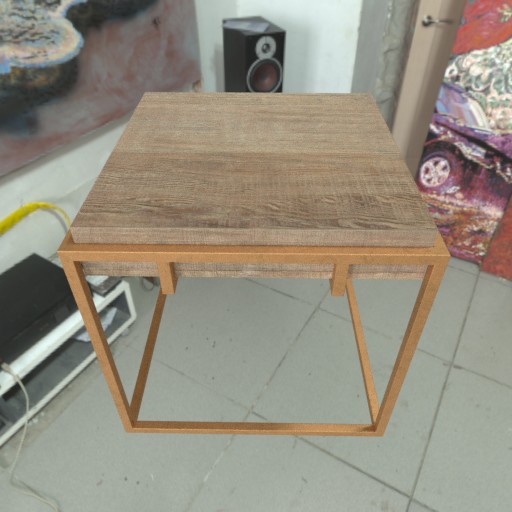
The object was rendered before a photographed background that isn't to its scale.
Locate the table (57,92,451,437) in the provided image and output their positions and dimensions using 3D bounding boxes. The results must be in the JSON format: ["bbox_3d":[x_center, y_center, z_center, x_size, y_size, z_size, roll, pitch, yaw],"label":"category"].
[{"bbox_3d":[0.000,0.000,1.071,0.599,0.584,0.599,1,41,1],"label":"table"}]
